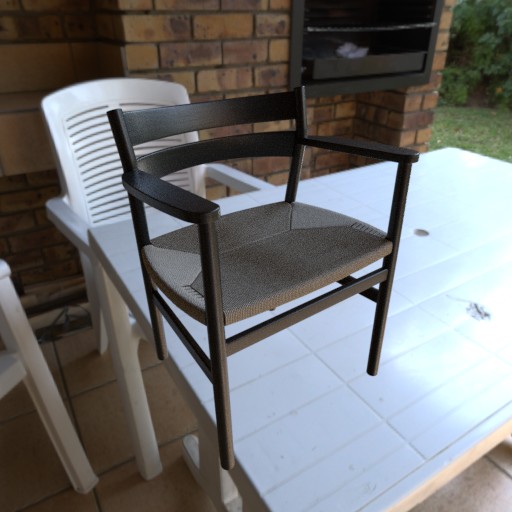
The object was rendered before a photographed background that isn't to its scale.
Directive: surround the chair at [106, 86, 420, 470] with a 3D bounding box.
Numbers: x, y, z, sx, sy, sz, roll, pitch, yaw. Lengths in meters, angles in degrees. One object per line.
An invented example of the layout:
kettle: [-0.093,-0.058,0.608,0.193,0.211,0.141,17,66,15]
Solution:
chair: [0.000,0.000,1.183,0.630,0.775,0.508,-20,35,-31]
